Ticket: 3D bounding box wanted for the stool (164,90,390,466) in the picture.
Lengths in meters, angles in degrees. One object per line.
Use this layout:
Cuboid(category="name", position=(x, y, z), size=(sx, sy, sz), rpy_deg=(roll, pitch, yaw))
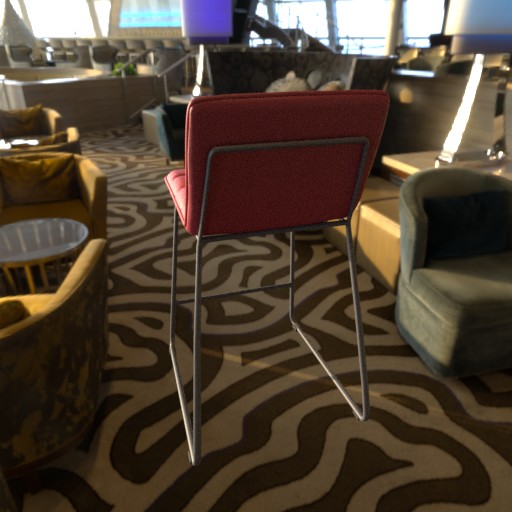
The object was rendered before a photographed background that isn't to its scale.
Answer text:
Cuboid(category="stool", position=(0.000, 0.000, 1.173), size=(0.489, 0.866, 0.524), rpy_deg=(-8, 27, -16))
